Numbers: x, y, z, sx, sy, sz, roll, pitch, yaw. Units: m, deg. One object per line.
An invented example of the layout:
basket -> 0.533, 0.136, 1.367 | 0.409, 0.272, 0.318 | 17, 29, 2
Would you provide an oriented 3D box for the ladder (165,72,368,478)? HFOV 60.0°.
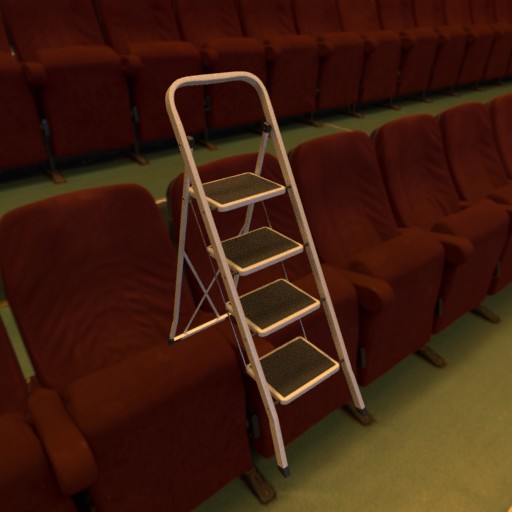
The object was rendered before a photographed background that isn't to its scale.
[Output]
ladder -> 0.000, 0.000, 1.711 | 0.460, 1.265, 0.914 | -21, 36, -33
